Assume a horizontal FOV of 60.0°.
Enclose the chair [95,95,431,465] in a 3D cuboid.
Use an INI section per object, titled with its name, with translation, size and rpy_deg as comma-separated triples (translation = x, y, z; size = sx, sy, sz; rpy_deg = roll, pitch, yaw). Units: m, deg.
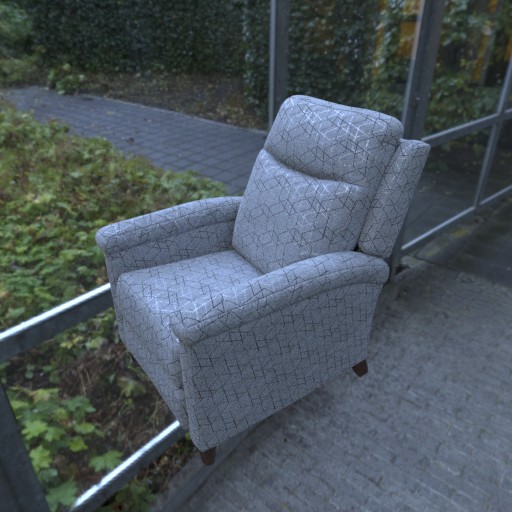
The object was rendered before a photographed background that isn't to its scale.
[chair]
translation = 0.000, 0.000, 1.694
size = 0.987, 1.048, 0.753
rpy_deg = -20, 36, -31
